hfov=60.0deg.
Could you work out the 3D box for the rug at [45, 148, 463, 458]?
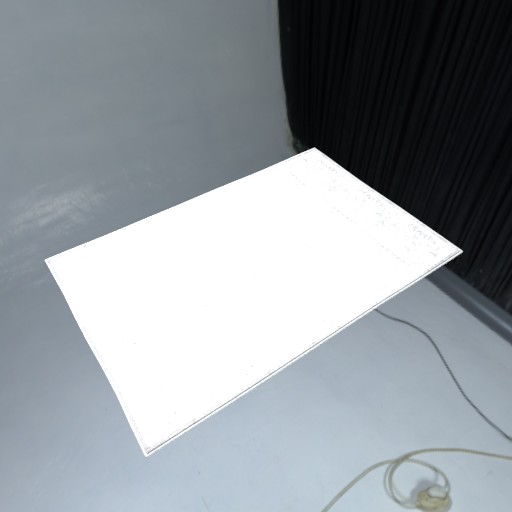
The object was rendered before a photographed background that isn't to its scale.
[{"bbox_3d":[0.000,0.000,3.484,2.746,0.018,1.819,-27,52,-23],"label":"rug"}]
